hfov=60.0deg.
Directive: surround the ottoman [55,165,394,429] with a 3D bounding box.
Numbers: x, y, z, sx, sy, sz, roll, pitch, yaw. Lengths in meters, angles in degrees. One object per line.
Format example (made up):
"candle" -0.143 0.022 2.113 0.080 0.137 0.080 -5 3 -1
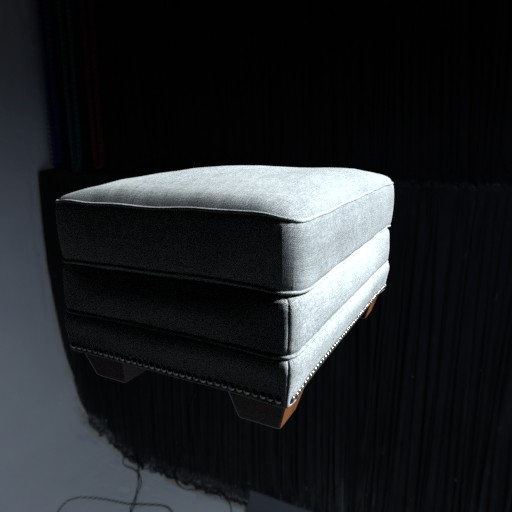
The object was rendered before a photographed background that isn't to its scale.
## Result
"ottoman" 0.000 0.000 1.151 0.561 0.457 0.813 6 14 27
